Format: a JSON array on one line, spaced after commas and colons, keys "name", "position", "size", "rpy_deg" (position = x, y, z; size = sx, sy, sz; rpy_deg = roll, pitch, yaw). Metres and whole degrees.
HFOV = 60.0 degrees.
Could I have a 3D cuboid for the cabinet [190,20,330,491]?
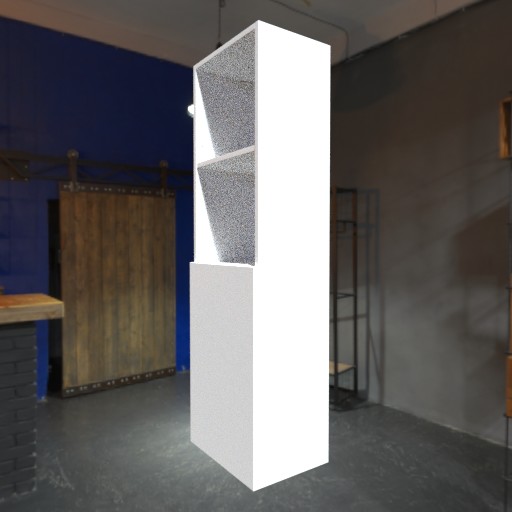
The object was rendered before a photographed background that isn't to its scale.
[{"name": "cabinet", "position": [0.000, 0.000, 1.514], "size": [0.300, 1.350, 0.400], "rpy_deg": [-1, 2, -35]}]
